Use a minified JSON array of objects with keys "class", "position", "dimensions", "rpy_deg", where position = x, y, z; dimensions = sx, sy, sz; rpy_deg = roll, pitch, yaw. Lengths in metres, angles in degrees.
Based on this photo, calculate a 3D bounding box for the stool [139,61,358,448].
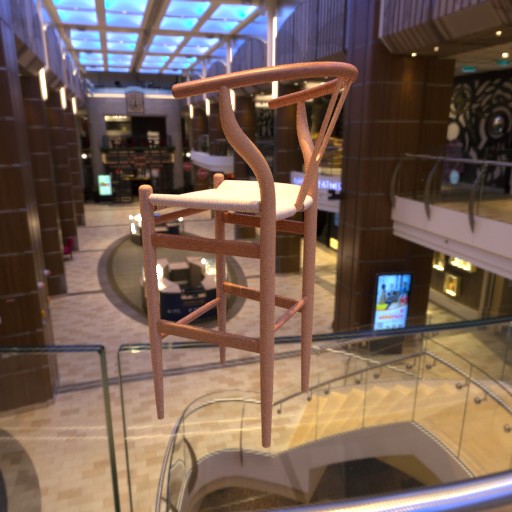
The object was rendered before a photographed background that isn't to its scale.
[{"class":"stool","position":[0.000,0.000,1.375],"dimensions":[0.561,1.068,0.574],"rpy_deg":[8,17,26]}]
